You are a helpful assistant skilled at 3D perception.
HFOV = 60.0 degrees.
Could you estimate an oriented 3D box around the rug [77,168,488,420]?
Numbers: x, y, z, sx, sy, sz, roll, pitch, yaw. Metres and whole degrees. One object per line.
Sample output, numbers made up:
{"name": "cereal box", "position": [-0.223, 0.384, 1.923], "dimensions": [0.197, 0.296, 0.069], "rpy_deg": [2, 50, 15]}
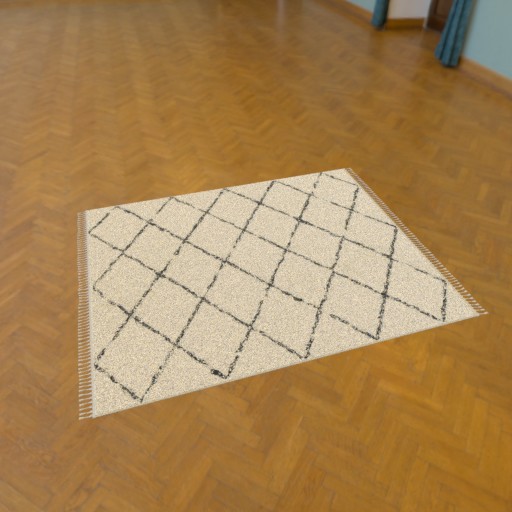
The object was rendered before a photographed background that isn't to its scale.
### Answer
{"name": "rug", "position": [0.000, 0.000, 3.966], "dimensions": [3.051, 0.013, 2.380], "rpy_deg": [-11, 42, -13]}
